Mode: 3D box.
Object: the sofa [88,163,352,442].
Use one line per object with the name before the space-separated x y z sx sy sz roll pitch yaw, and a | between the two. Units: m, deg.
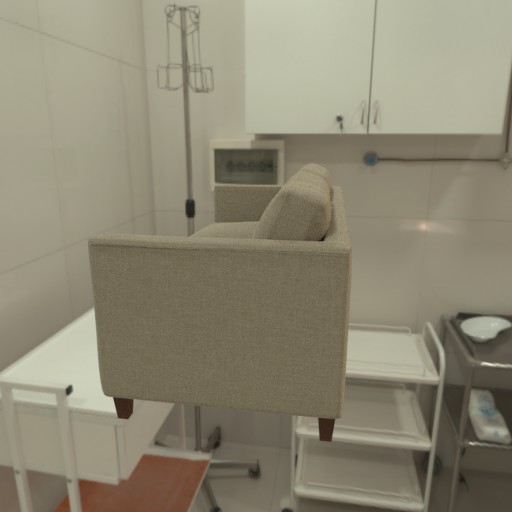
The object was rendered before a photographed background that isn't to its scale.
sofa | 0.000 0.000 2.437 0.951 0.947 1.884 2 15 9
